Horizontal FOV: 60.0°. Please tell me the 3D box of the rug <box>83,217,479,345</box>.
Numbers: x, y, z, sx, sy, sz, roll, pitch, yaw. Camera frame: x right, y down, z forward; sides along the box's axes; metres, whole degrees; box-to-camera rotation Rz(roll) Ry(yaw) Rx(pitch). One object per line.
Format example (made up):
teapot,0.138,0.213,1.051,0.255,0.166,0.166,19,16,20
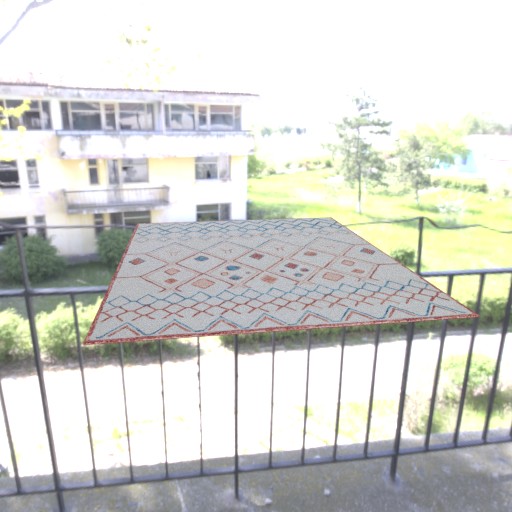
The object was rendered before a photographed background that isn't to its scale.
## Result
rug,0.000,0.000,4.107,2.441,0.016,3.050,-3,17,-8
